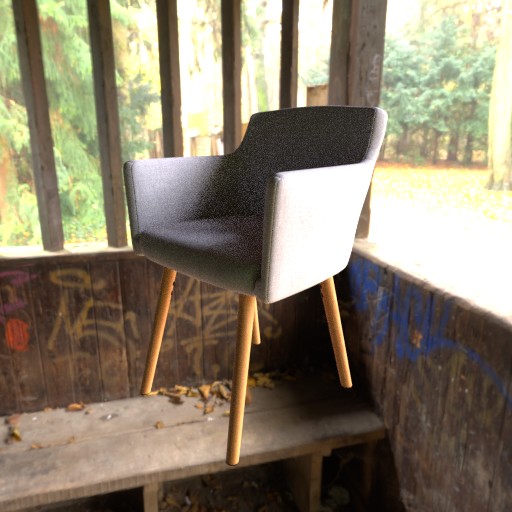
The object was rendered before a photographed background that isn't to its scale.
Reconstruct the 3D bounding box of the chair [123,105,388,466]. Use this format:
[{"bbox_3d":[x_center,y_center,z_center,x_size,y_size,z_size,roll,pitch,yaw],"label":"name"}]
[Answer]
[{"bbox_3d":[0.000,0.000,1.187,0.540,0.780,0.570,-15,21,-42],"label":"chair"}]
